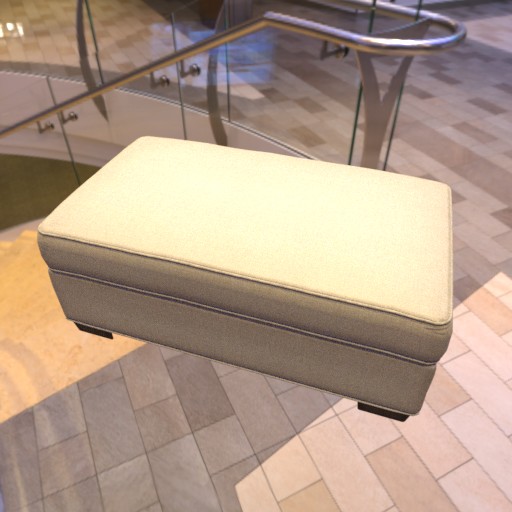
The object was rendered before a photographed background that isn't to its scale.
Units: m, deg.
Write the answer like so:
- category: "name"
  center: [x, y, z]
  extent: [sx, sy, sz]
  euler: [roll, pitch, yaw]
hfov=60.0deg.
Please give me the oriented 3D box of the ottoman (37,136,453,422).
- category: "ottoman"
  center: [0.000, 0.000, 1.396]
  extent: [1.097, 0.461, 0.617]
  euler: [12, 43, 14]
